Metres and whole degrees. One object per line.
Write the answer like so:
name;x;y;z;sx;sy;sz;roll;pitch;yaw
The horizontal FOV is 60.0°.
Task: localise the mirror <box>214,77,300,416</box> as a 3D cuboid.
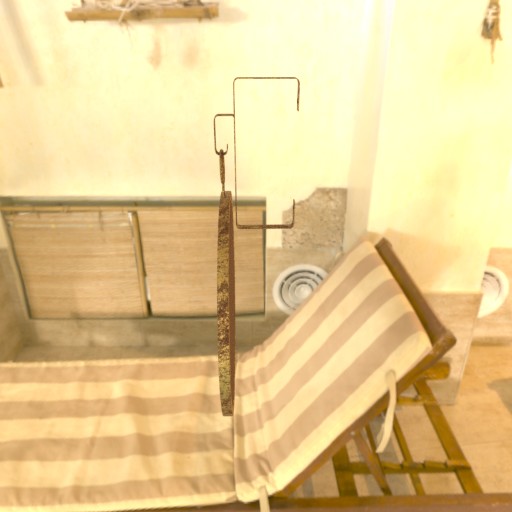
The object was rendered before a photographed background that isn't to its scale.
mirror;0.000;0.000;0.869;0.144;0.651;0.447;-1;26;-1
